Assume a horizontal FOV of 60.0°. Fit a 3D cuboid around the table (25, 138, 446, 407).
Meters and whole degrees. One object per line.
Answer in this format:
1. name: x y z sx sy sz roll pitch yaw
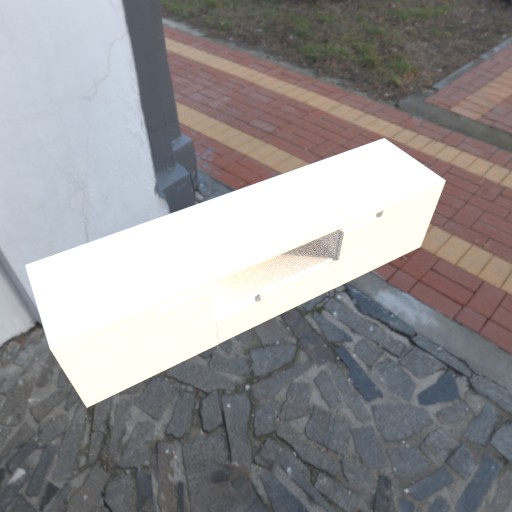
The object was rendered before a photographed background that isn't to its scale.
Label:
1. table: 0.000 0.000 1.876 1.650 0.420 0.390 -23 50 -20
